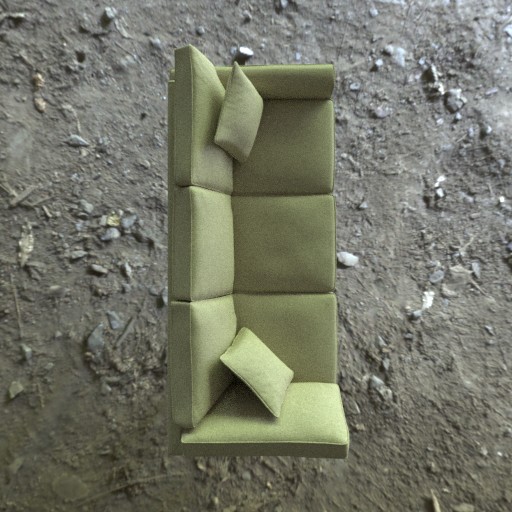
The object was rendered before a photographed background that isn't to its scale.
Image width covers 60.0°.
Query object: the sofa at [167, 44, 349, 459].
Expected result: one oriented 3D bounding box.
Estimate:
[{"bbox_3d":[0.000,0.000,2.844,1.053,0.948,2.323,0,90,1],"label":"sofa"}]
